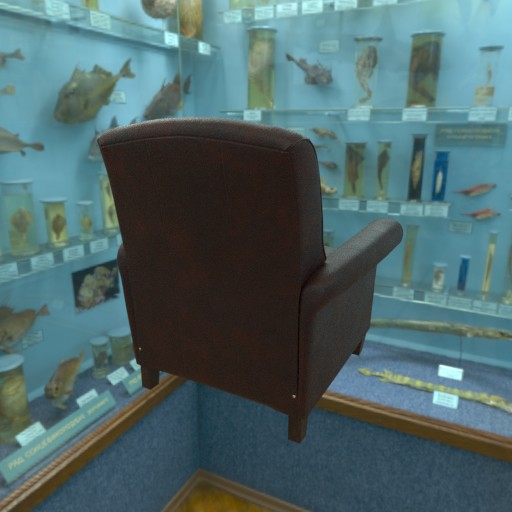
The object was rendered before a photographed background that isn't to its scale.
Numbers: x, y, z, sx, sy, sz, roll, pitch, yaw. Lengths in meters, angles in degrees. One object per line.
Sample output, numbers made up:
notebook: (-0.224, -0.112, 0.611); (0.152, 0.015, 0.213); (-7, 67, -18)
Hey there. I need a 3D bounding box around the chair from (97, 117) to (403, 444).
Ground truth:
chair: (0.000, 0.000, 1.799); (0.978, 1.061, 0.902); (9, 18, 28)
